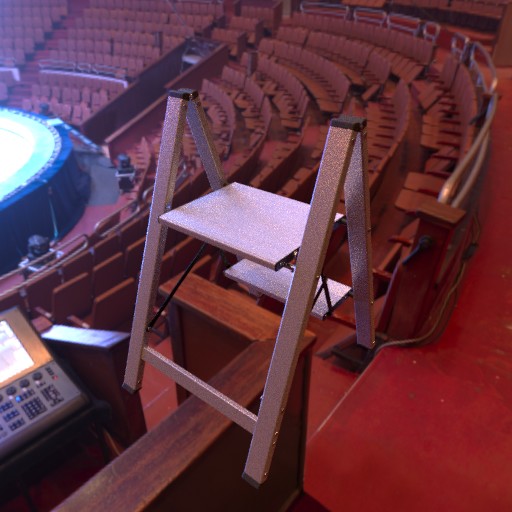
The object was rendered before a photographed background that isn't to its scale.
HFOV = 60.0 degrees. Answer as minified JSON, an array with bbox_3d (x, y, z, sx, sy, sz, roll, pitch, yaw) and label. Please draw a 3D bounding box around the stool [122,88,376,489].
[{"bbox_3d":[0.000,0.000,1.001,0.440,0.670,0.535,22,37,32],"label":"stool"}]
